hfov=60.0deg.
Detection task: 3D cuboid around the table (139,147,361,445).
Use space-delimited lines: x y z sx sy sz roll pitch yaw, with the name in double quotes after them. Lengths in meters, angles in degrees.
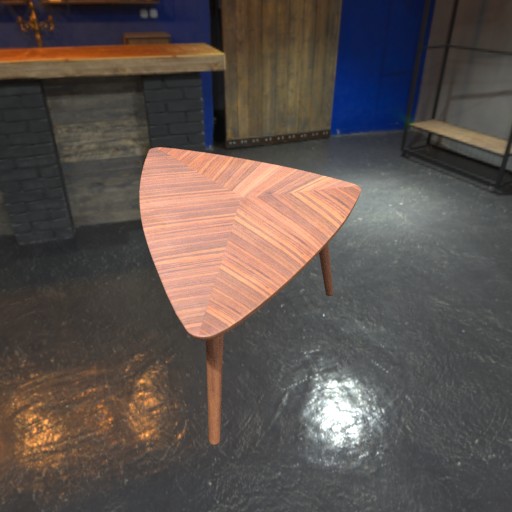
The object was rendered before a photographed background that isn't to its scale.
0.000 0.000 1.274 0.601 0.365 1.008 -8 32 -13 "table"
